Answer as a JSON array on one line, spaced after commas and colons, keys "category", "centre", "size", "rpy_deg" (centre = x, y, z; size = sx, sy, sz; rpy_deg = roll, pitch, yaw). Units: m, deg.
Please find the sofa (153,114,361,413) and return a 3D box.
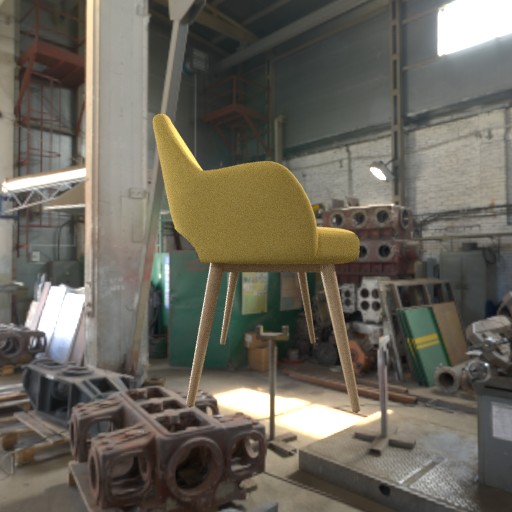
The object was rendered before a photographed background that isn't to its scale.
[{"category": "sofa", "centre": [0.000, 0.000, 1.680], "size": [0.610, 0.840, 1.150], "rpy_deg": [0, -1, 1]}]
